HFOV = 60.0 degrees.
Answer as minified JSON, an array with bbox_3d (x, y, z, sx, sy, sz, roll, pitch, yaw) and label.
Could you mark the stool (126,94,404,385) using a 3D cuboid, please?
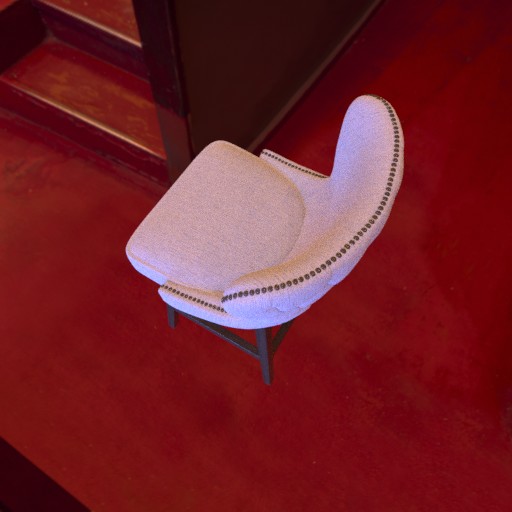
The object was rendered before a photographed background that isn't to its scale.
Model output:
[{"bbox_3d":[0.000,0.000,1.341,0.597,0.972,0.615,28,66,13],"label":"stool"}]
